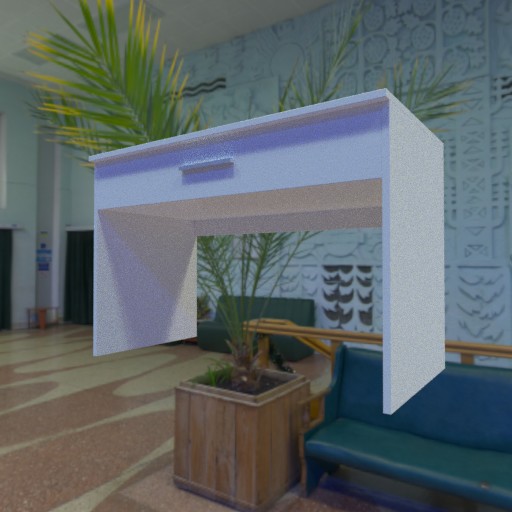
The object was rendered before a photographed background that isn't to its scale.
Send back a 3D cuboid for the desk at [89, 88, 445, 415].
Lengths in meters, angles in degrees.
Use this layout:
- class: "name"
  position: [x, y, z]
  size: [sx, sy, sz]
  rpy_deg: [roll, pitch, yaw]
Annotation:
- class: "desk"
  position: [0.000, 0.000, 1.525]
  size: [1.100, 0.730, 0.560]
  rpy_deg: [-1, -1, 35]
